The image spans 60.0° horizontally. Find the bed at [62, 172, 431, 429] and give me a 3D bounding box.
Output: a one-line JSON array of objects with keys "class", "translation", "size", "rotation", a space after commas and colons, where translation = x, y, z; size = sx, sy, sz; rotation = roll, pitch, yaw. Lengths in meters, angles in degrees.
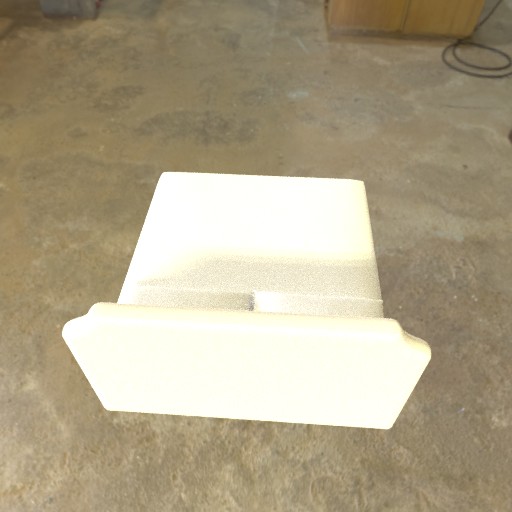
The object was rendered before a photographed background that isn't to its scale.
[{"class": "bed", "translation": [0.000, 0.000, 3.589], "size": [2.160, 1.301, 2.204], "rotation": [3, 48, 3]}]
